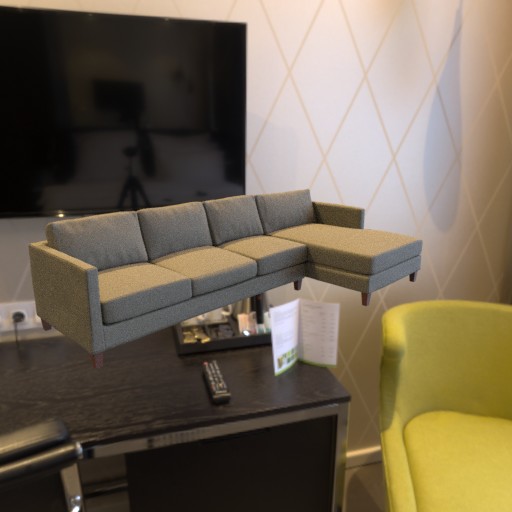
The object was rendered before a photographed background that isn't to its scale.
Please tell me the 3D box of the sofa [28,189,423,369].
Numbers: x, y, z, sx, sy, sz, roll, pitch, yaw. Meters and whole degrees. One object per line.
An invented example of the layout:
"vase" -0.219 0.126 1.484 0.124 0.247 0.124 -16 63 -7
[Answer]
"sofa" 0.000 0.000 3.873 1.625 0.861 3.186 15 21 42
